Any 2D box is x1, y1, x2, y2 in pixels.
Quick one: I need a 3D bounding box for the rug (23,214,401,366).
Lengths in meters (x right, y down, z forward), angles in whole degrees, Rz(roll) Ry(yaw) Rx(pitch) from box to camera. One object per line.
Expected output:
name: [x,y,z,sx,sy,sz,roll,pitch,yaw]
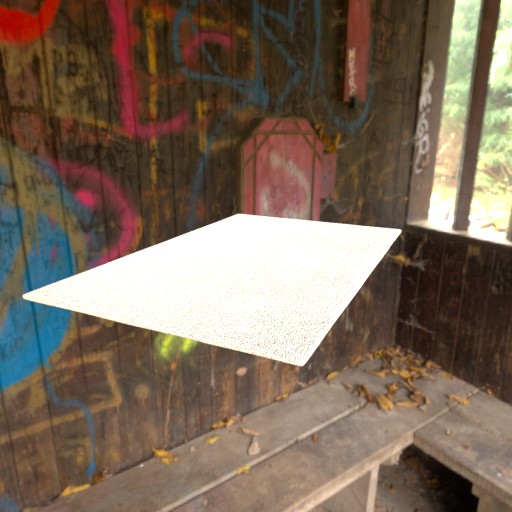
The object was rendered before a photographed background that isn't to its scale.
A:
rug: [0.000,0.000,3.445,1.778,0.030,2.743,8,18,25]
